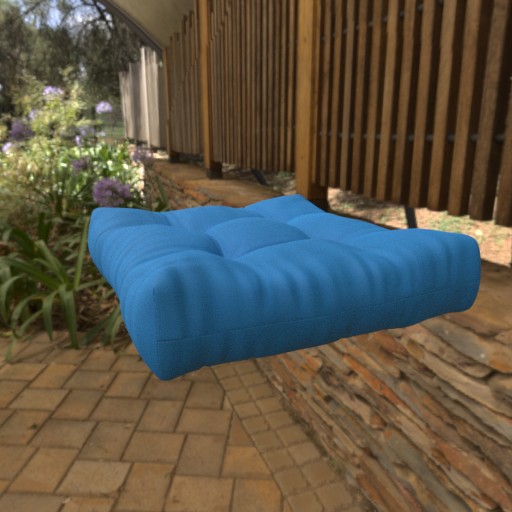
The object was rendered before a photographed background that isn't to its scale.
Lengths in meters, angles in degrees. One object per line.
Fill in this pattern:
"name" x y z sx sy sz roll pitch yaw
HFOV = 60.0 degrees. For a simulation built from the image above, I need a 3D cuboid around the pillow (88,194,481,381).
"pillow" 0.000 0.000 0.709 0.468 0.128 0.490 -7 17 -25
